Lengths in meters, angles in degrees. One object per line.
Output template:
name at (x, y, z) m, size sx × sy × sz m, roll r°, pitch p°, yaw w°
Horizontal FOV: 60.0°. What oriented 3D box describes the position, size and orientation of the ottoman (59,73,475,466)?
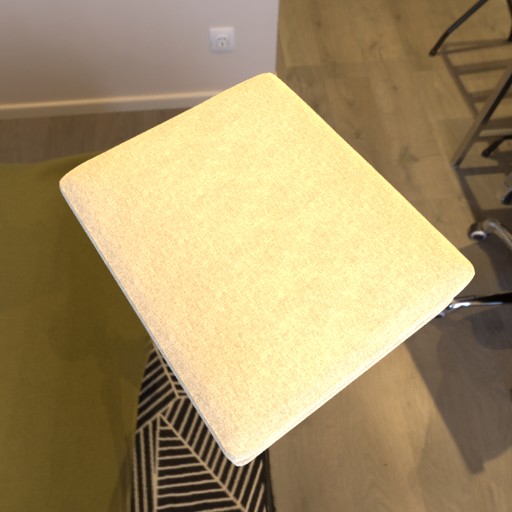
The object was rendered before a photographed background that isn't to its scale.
ottoman at (0.000, 0.000, 1.224) m, size 0.693 × 0.474 × 0.821 m, roll -32°, pitch 68°, yaw -15°
